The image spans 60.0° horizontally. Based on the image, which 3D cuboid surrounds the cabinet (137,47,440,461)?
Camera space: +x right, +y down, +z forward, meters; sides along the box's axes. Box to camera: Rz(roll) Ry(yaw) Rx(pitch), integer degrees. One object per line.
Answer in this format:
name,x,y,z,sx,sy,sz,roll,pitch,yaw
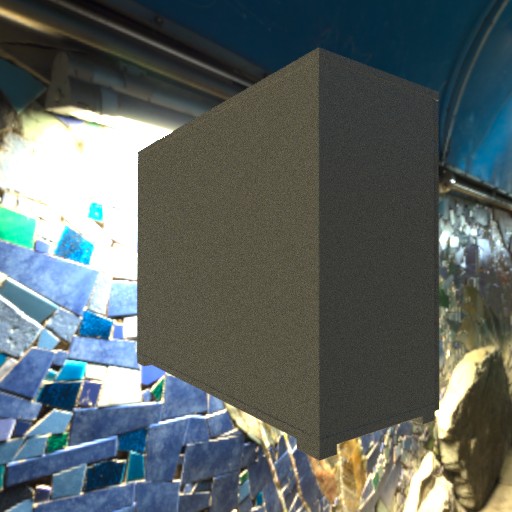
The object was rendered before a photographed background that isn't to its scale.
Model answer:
cabinet,0.000,0.000,1.380,0.400,0.800,1.000,0,-1,-35
